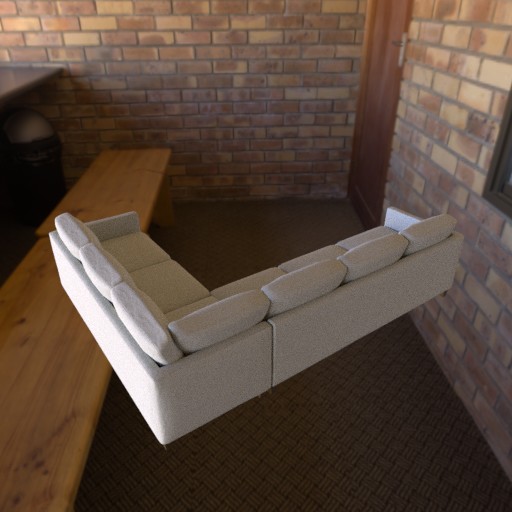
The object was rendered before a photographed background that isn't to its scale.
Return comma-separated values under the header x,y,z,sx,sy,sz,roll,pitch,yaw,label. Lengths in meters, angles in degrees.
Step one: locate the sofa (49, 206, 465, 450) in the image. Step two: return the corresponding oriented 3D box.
x,y,z,sx,sy,sz,roll,pitch,yaw,label
0.000,0.000,4.481,3.333,0.934,2.522,-20,35,-31,sofa
